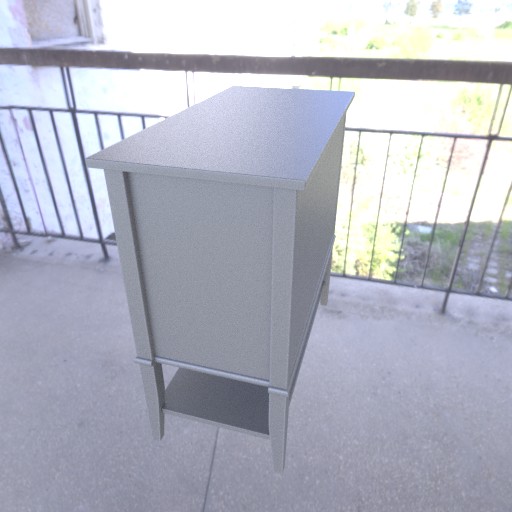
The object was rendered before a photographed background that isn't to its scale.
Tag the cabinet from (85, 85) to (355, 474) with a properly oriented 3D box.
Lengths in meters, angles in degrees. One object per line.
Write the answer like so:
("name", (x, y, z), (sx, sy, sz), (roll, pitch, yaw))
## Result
("cabinet", (0.000, 0.000, 1.263), (0.396, 0.780, 0.801), (8, 31, 14))
